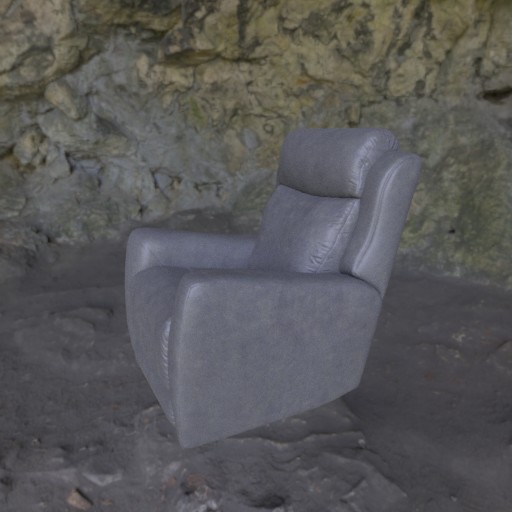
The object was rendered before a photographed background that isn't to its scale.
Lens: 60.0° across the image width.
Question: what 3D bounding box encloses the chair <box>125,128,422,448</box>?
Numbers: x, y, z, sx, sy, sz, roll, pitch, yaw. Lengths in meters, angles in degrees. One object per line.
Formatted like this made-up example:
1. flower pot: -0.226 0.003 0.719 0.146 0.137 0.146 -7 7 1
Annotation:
1. chair: 0.000 0.000 2.010 1.068 1.116 0.967 -8 17 -25
